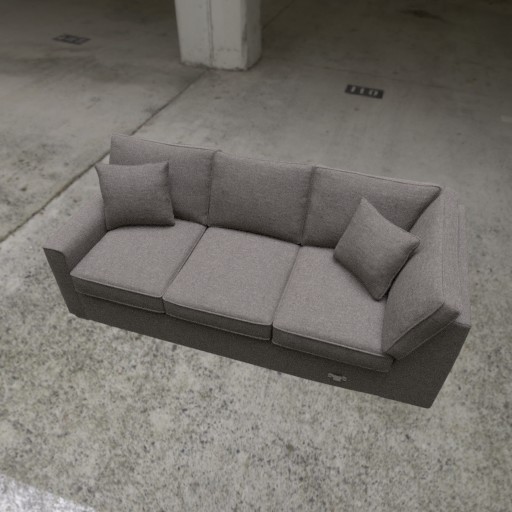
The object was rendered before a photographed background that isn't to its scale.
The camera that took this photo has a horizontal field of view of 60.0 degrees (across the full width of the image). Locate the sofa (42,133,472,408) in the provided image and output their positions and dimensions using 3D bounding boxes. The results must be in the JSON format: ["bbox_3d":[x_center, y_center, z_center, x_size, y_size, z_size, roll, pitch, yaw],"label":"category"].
[{"bbox_3d":[0.000,0.000,2.731,2.317,0.962,1.061,12,43,13],"label":"sofa"}]
